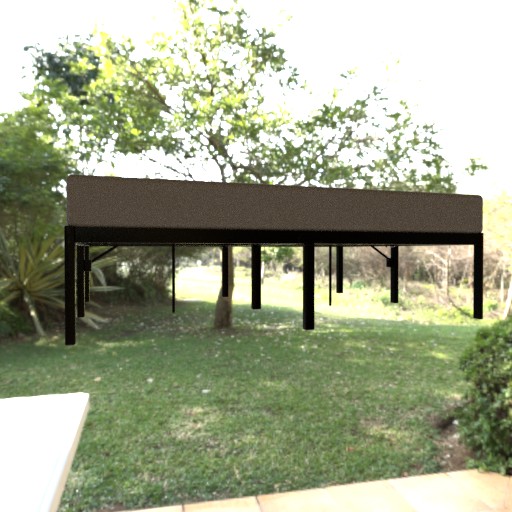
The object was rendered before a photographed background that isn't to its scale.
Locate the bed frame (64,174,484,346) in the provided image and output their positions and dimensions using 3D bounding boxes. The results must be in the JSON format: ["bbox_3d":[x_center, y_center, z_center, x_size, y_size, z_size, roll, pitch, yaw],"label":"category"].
[{"bbox_3d":[0.000,0.000,2.745,2.072,0.659,1.557,0,1,-19],"label":"bed frame"}]
